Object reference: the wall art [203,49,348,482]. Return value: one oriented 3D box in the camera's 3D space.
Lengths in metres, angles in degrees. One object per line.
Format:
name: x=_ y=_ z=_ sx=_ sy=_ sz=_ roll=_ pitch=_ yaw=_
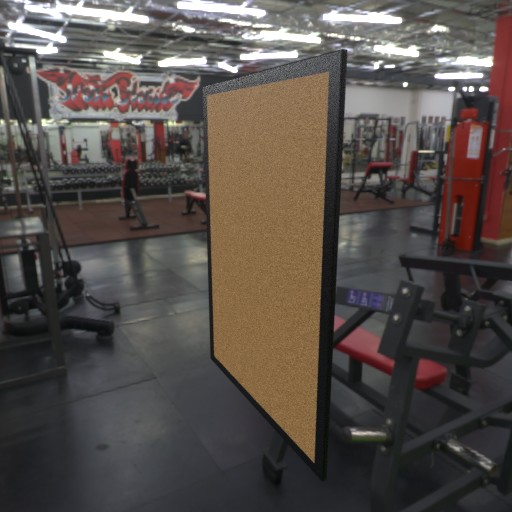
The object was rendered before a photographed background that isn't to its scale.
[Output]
wall art: x=0.000 y=0.000 z=1.256 sx=0.013 sy=0.967 sz=0.707 roll=-8 pitch=17 yaw=-27
